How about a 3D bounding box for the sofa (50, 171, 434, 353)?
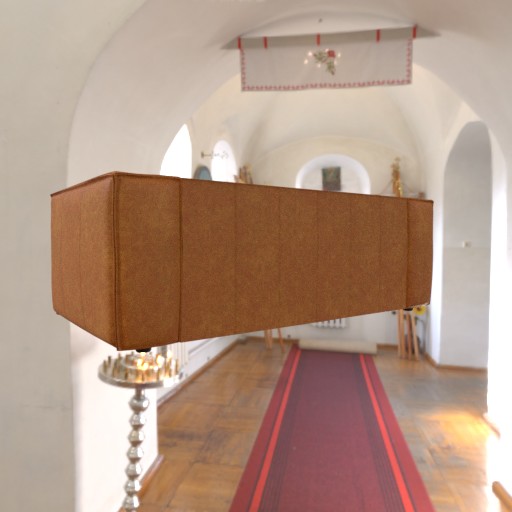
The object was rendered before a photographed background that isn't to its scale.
[{"bbox_3d":[0.000,0.000,2.618,2.088,0.703,1.102,-2,3,-36],"label":"sofa"}]
